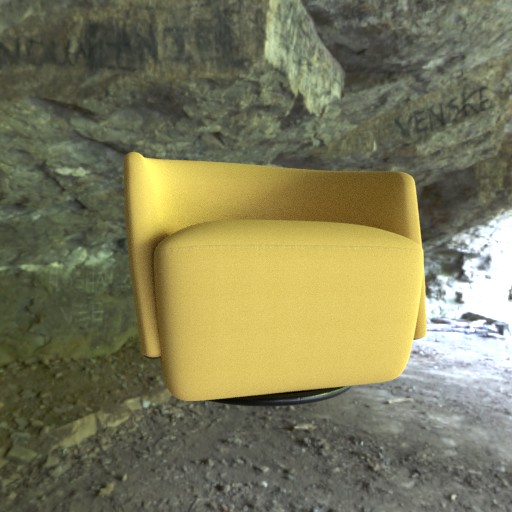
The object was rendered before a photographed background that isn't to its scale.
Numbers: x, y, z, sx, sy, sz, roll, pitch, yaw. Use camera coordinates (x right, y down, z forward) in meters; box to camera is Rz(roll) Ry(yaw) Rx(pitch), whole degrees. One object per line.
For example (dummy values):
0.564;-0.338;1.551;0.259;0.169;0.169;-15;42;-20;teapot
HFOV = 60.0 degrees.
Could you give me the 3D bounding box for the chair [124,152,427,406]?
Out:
0.000;0.000;1.329;0.773;0.698;0.767;0;-1;-18;chair
